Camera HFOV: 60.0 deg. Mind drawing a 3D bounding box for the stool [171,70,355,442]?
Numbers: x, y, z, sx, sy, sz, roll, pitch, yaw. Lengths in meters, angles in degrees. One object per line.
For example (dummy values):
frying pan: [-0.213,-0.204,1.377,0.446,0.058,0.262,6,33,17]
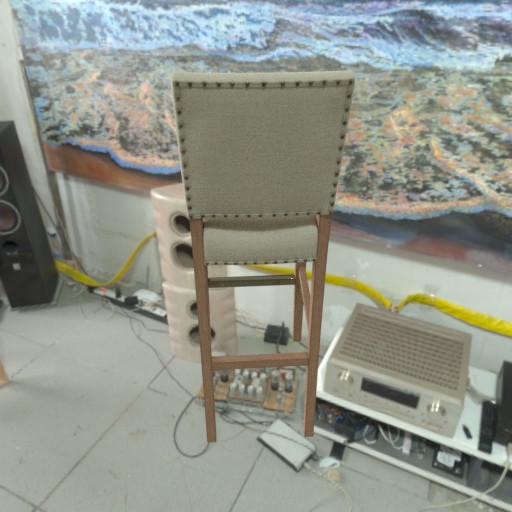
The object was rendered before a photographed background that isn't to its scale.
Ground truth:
stool: [0.000,0.000,1.389,0.428,1.143,0.546,-2,31,-3]
